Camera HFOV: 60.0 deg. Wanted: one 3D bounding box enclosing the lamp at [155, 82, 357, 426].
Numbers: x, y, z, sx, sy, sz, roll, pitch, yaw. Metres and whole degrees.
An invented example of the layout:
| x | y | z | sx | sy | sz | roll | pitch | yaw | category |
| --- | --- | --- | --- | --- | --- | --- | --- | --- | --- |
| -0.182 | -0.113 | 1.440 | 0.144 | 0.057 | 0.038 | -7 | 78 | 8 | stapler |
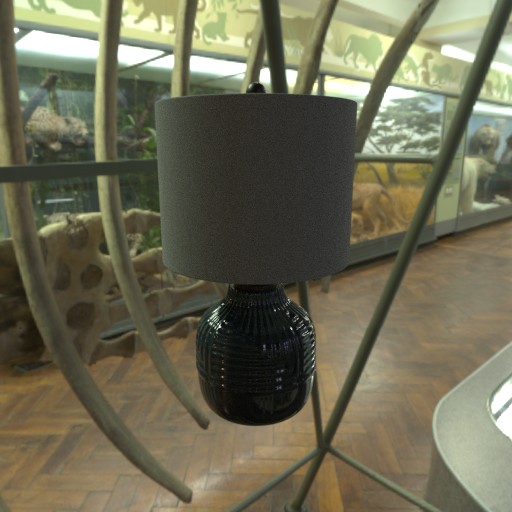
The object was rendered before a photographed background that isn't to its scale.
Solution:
| x | y | z | sx | sy | sz | roll | pitch | yaw | category |
| --- | --- | --- | --- | --- | --- | --- | --- | --- | --- |
| 0.000 | 0.000 | 0.770 | 0.318 | 0.567 | 0.318 | 0 | 14 | 0 | lamp |
